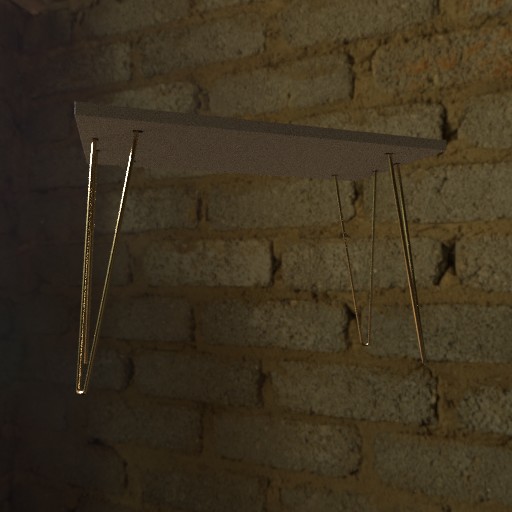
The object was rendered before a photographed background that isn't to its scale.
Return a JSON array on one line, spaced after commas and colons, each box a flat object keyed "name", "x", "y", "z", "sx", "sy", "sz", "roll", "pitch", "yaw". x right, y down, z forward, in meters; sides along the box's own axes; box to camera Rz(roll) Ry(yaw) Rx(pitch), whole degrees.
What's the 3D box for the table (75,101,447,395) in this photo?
[{"name": "table", "x": 0.000, "y": 0.000, "z": 1.350, "sx": 0.991, "sy": 0.660, "sz": 0.498, "roll": 0, "pitch": -1, "yaw": -18}]
